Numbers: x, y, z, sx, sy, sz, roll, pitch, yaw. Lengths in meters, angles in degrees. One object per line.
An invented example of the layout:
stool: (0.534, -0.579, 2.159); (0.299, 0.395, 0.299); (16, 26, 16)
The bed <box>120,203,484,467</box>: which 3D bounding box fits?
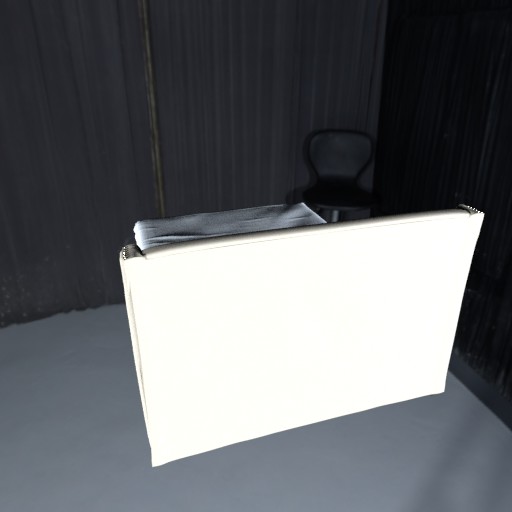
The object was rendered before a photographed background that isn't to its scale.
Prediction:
bed: (0.000, 0.000, 3.383); (1.925, 1.332, 2.276); (-8, 27, -16)
